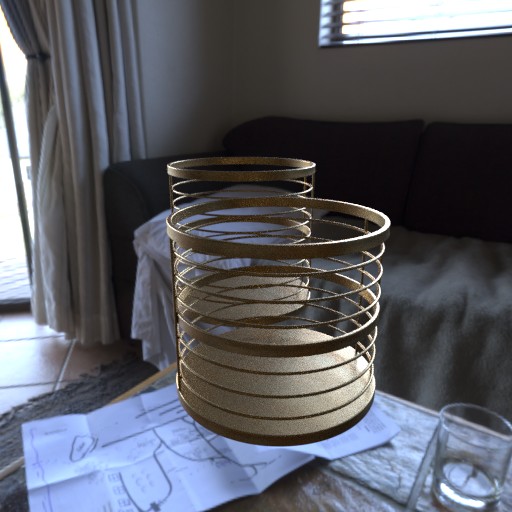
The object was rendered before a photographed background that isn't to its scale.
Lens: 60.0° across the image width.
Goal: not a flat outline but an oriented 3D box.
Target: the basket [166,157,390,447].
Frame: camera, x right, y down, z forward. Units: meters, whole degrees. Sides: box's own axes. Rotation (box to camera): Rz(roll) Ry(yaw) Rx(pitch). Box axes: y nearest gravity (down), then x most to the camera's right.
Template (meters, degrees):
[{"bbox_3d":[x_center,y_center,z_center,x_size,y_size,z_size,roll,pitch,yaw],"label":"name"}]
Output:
[{"bbox_3d":[0.000,0.000,0.945,0.356,0.351,0.746,-3,18,-10],"label":"basket"}]
